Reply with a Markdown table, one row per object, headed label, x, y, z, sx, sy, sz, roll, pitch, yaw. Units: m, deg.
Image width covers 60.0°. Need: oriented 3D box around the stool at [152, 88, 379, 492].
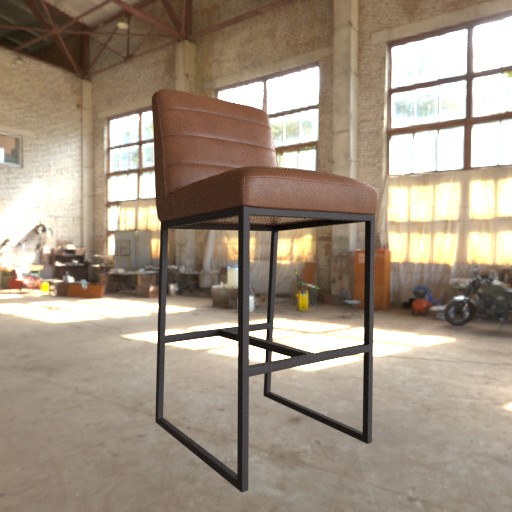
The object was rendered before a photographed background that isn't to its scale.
| label | x | y | z | sx | sy | sz | roll | pitch | yaw |
| --- | --- | --- | --- | --- | --- | --- | --- | --- | --- |
| stool | 0.000 | 0.000 | 1.307 | 0.458 | 1.040 | 0.556 | -1 | 2 | -35 |
